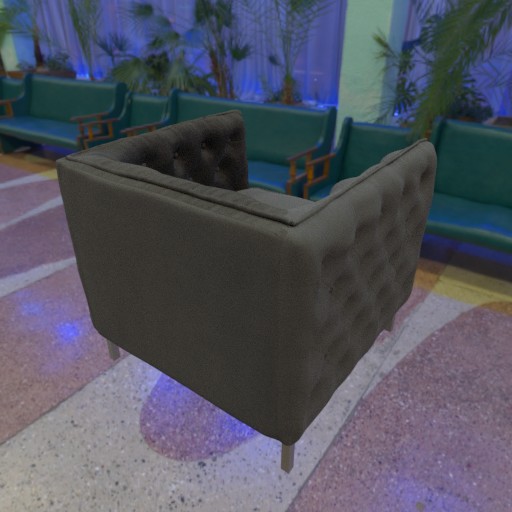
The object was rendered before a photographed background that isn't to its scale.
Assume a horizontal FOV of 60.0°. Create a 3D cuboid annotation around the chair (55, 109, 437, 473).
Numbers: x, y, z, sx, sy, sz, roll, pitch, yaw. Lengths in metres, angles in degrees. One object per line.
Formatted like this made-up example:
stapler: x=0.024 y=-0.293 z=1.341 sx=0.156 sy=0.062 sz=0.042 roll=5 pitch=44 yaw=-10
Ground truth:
chair: x=0.000 y=0.000 z=1.594 sx=0.946 sy=0.807 sz=0.913 roll=20 pitch=35 yaw=31
